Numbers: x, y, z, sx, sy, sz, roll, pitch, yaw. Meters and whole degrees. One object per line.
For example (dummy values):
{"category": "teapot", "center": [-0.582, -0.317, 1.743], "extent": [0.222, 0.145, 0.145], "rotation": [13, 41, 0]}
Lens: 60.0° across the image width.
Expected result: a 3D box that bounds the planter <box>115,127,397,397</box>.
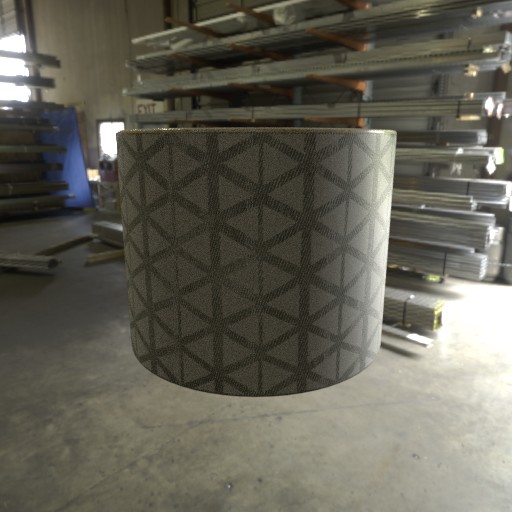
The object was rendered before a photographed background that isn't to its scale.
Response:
{"category": "planter", "center": [0.000, 0.000, 0.335], "extent": [0.190, 0.181, 0.190], "rotation": [0, 15, 0]}
